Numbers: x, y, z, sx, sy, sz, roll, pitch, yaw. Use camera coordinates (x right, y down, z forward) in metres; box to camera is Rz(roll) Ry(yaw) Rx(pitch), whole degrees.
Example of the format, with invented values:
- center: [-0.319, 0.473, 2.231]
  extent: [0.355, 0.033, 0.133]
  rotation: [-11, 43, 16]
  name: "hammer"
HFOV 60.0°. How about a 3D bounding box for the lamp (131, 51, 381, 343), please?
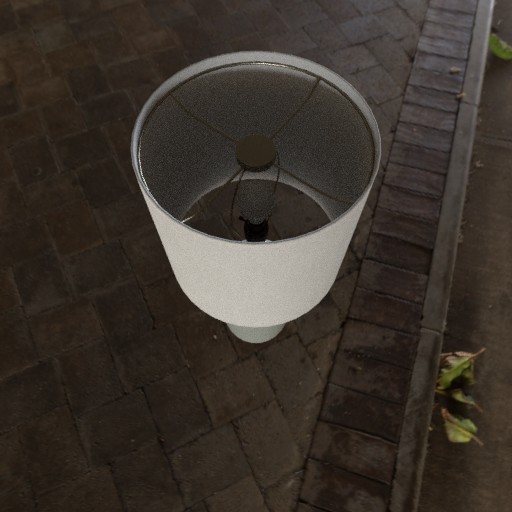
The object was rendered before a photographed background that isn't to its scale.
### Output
- center: [0.000, 0.000, 0.605]
  extent: [0.220, 0.475, 0.220]
  rotation: [-36, 69, -16]
  name: "lamp"
